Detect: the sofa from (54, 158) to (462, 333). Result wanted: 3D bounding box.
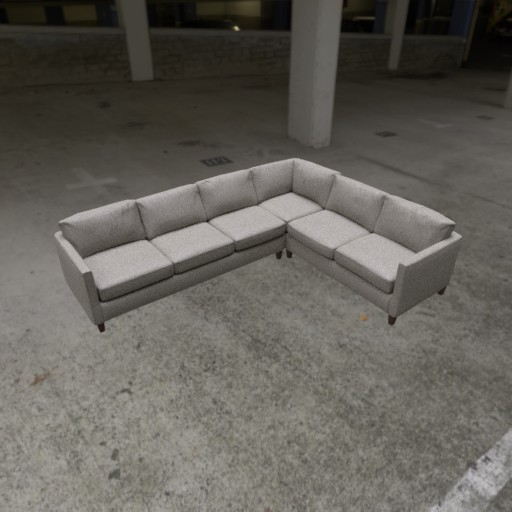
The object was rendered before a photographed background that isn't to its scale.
[{"bbox_3d":[0.000,0.000,4.574,3.302,0.947,2.593,-21,38,-31],"label":"sofa"}]
